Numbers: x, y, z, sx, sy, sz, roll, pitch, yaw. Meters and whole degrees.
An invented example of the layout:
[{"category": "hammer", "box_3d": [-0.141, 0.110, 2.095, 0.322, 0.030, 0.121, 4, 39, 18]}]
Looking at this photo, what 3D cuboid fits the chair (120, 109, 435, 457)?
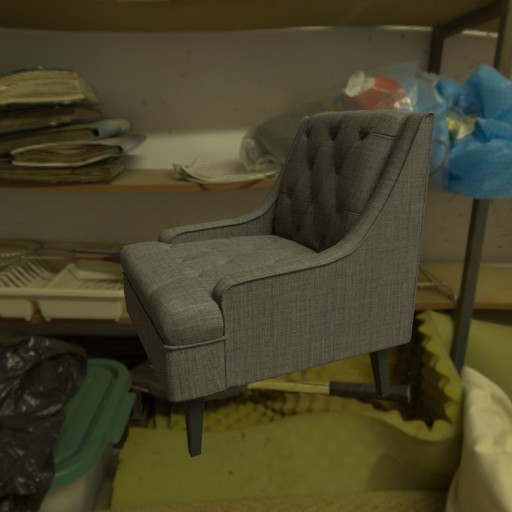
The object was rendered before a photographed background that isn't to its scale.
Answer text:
[{"category": "chair", "box_3d": [0.000, 0.000, 1.414, 0.771, 0.891, 0.655, -7, 18, -24]}]
